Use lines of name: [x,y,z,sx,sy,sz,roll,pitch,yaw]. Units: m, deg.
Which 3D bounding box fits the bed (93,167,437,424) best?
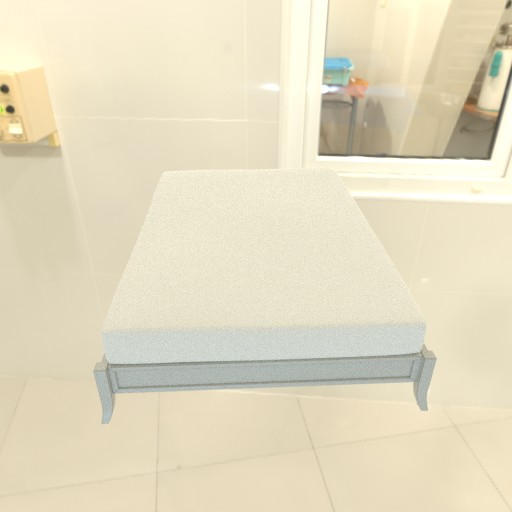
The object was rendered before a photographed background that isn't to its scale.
bed: [0.000,0.000,2.704,1.460,0.510,1.985,-1,30,-3]
